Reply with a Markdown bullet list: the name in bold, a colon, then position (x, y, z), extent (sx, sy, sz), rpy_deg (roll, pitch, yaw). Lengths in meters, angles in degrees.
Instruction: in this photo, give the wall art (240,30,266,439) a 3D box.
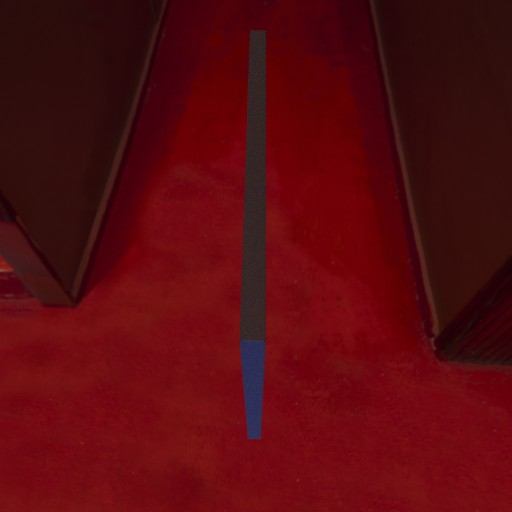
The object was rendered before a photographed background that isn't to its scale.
- **wall art**: position (0.000, 0.000, 1.152), extent (0.037, 0.763, 0.763), rpy_deg (1, 58, 0)
